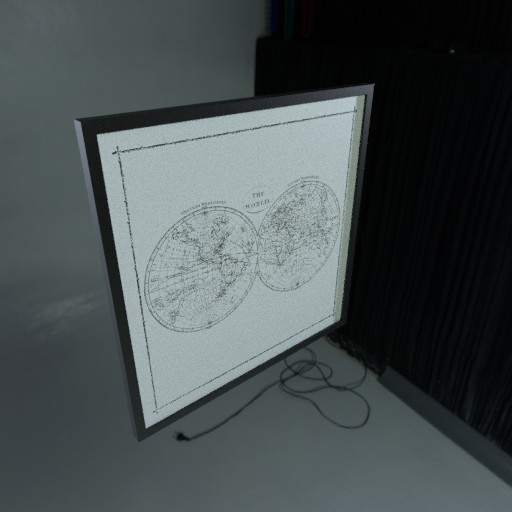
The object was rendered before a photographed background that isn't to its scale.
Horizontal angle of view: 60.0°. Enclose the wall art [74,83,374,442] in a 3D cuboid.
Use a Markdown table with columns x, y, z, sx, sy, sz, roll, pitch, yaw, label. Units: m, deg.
| x | y | z | sx | sy | sz | roll | pitch | yaw | label |
| --- | --- | --- | --- | --- | --- | --- | --- | --- | --- |
| 0.000 | 0.000 | 1.140 | 0.773 | 0.775 | 0.031 | -21 | 35 | -34 | wall art |
